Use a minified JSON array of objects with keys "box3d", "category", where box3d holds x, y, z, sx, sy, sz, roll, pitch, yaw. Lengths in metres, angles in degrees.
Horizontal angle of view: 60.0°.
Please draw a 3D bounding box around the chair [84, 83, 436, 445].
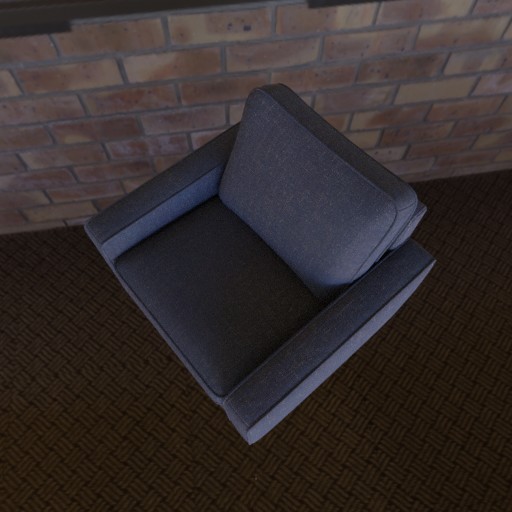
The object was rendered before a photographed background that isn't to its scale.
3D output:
[{"box3d":[0.000,0.000,1.758,0.940,0.919,1.017,-38,69,-17],"category":"chair"}]
